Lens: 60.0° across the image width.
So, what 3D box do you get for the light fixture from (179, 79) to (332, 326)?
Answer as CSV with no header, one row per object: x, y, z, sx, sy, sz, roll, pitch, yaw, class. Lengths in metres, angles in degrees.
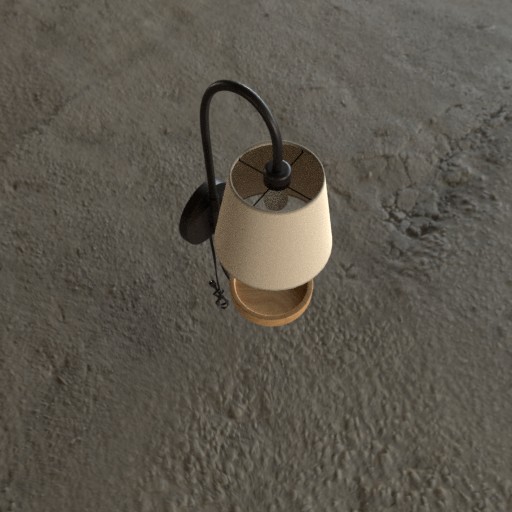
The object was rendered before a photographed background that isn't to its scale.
0.000,0.000,0.928,0.299,0.821,0.220,32,64,18,light fixture
